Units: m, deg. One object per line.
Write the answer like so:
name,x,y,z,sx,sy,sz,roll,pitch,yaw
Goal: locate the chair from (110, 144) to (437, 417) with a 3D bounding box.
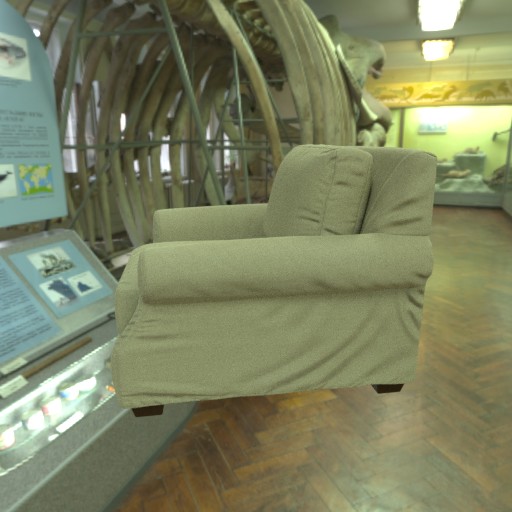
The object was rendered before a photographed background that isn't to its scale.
chair,0.000,0.000,1.771,1.066,0.866,0.940,-2,15,-9
